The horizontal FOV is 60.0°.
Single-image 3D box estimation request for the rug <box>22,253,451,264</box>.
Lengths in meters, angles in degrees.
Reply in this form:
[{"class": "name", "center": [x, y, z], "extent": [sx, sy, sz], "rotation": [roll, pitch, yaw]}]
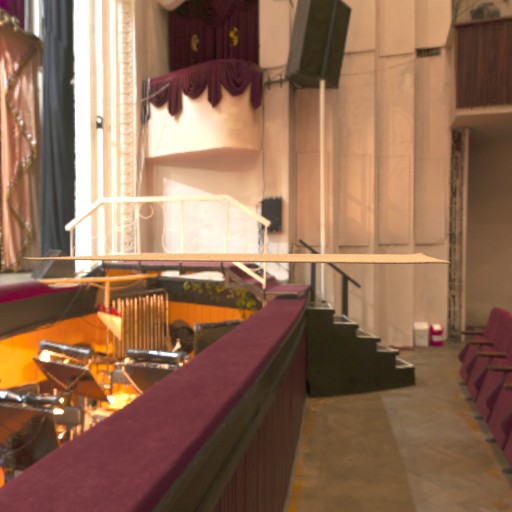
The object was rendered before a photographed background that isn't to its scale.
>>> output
[{"class": "rug", "center": [0.000, 0.000, 3.901], "extent": [2.897, 0.035, 2.277], "rotation": [0, 1, 17]}]
